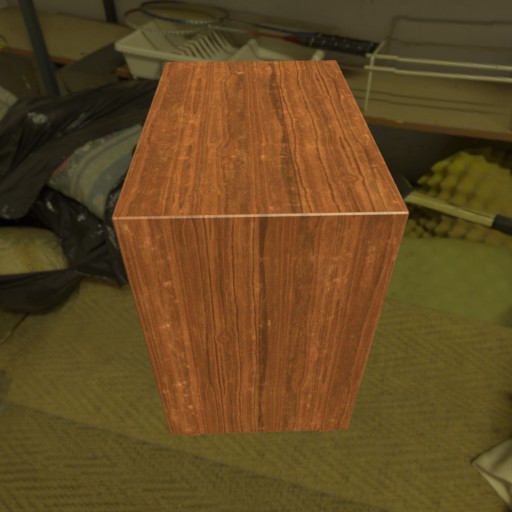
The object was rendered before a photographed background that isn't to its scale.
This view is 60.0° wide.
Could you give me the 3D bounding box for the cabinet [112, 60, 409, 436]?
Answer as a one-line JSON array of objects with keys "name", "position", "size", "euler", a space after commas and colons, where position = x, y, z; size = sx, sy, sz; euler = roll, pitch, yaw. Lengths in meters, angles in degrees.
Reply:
[{"name": "cabinet", "position": [0.000, 0.000, 1.055], "size": [0.410, 0.695, 0.607], "euler": [-1, 42, -1]}]
